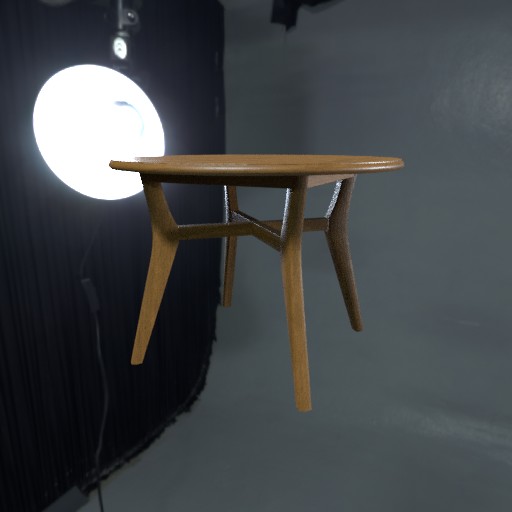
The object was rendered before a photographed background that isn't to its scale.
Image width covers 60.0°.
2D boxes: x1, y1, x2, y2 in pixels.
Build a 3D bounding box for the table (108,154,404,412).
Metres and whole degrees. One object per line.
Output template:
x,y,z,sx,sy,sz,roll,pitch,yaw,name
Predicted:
0.000,0.000,1.748,1.055,0.757,1.055,0,14,0,table
